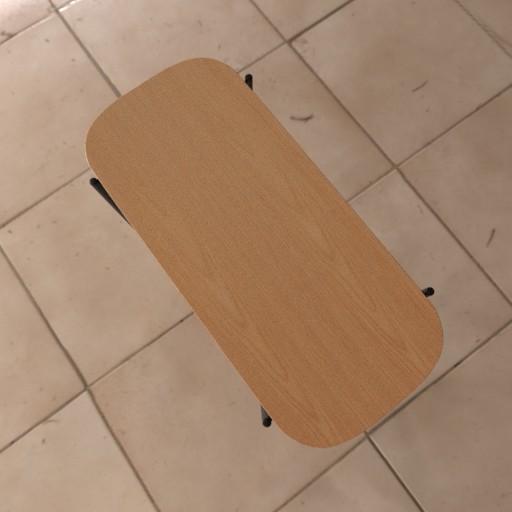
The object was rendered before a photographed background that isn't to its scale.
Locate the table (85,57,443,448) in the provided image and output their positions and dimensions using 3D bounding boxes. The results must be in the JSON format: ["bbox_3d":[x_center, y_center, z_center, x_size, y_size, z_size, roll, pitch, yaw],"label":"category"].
[{"bbox_3d":[0.000,0.000,1.044,0.400,0.400,0.800,-36,80,-8],"label":"table"}]
